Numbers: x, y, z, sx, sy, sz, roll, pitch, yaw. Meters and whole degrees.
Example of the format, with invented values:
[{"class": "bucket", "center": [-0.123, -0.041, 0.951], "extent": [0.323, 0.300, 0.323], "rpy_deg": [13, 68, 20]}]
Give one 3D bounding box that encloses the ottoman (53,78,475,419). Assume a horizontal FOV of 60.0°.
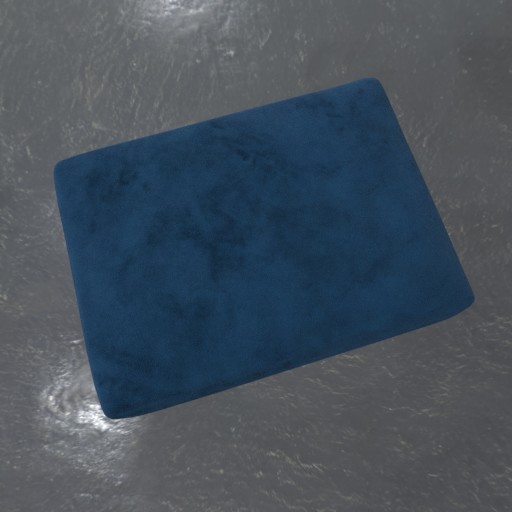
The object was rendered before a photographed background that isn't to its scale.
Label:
[{"class": "ottoman", "center": [0.000, 0.000, 1.103], "extent": [0.773, 0.503, 0.572], "rpy_deg": [-16, 75, -5]}]
